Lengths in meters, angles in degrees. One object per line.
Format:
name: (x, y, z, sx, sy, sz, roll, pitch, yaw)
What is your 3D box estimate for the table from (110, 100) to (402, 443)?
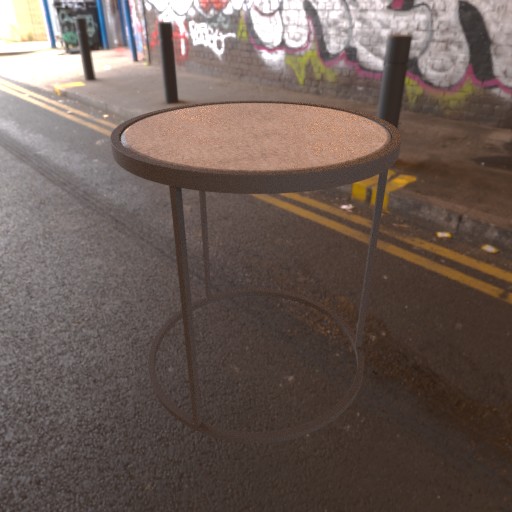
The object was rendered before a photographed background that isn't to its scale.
table: (0.000, 0.000, 0.866, 0.470, 0.498, 0.470, 0, 30, 0)
